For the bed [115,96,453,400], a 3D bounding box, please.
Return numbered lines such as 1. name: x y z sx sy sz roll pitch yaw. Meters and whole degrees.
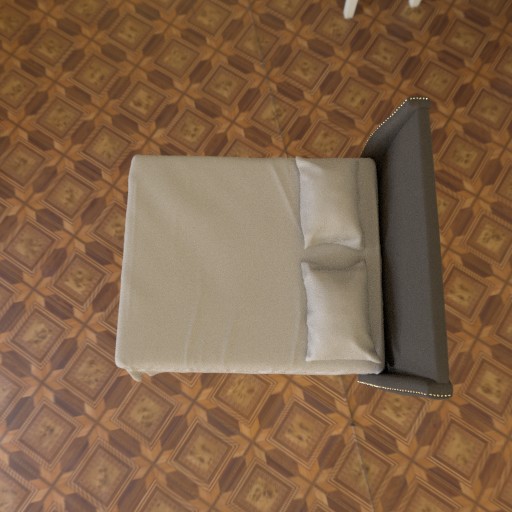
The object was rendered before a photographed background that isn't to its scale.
1. bed: 0.000 0.000 3.332 2.276 1.332 1.925 1 77 0
